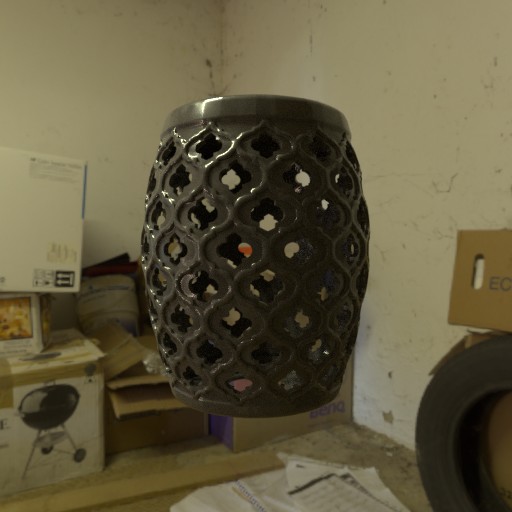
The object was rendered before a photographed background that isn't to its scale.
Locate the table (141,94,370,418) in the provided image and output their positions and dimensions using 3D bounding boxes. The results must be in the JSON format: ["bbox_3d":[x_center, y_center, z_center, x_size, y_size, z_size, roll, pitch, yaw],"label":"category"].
[{"bbox_3d":[0.000,0.000,0.649,0.325,0.388,0.325,0,2,0],"label":"table"}]
